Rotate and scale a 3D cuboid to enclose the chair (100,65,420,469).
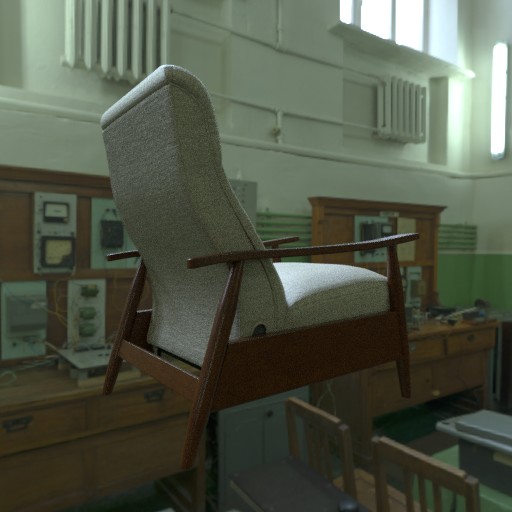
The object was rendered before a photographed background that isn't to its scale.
[{"bbox_3d":[0.000,0.000,1.714,1.014,1.082,0.762,-1,2,-35],"label":"chair"}]
